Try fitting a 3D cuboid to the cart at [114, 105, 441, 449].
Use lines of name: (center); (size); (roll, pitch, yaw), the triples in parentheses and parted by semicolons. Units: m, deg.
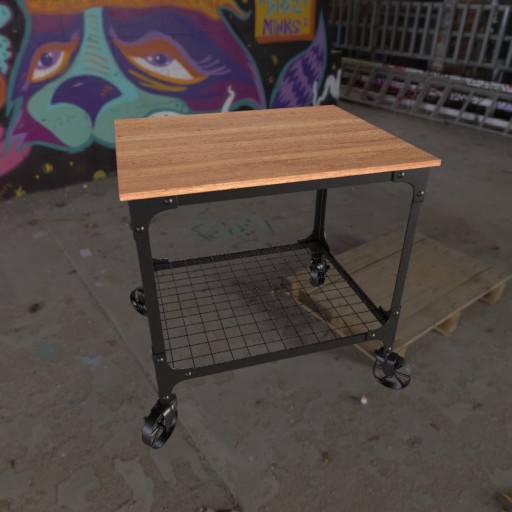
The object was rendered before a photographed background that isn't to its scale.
cart: (0.000, 0.000, 1.119); (0.666, 0.603, 0.558); (-9, 32, -14)
